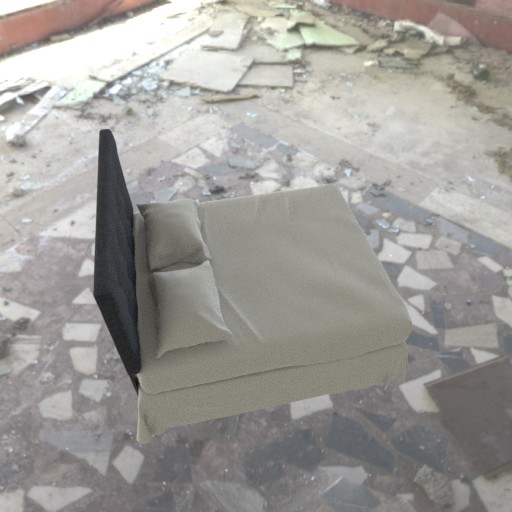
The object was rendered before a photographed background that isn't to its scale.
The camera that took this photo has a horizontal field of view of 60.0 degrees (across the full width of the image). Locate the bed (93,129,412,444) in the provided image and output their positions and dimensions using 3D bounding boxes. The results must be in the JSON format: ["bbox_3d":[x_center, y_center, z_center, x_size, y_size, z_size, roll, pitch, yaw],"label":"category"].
[{"bbox_3d":[0.000,0.000,3.501,2.222,1.577,1.936,-9,48,-8],"label":"bed"}]
